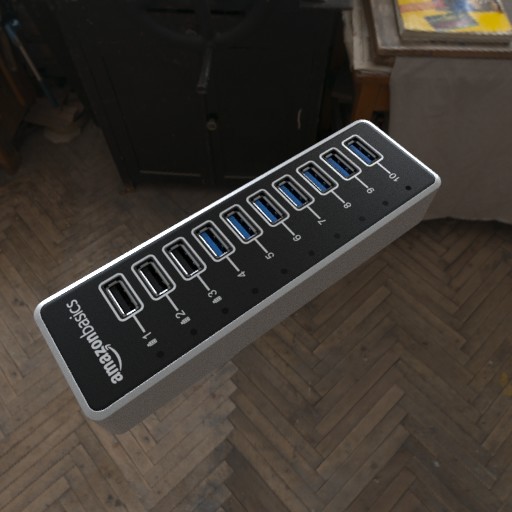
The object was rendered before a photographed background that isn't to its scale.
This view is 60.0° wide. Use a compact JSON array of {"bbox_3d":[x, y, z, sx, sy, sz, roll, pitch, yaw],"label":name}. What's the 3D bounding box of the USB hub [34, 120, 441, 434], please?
[{"bbox_3d":[0.000,0.000,0.161,0.145,0.023,0.044,-33,64,-18],"label":"USB hub"}]
